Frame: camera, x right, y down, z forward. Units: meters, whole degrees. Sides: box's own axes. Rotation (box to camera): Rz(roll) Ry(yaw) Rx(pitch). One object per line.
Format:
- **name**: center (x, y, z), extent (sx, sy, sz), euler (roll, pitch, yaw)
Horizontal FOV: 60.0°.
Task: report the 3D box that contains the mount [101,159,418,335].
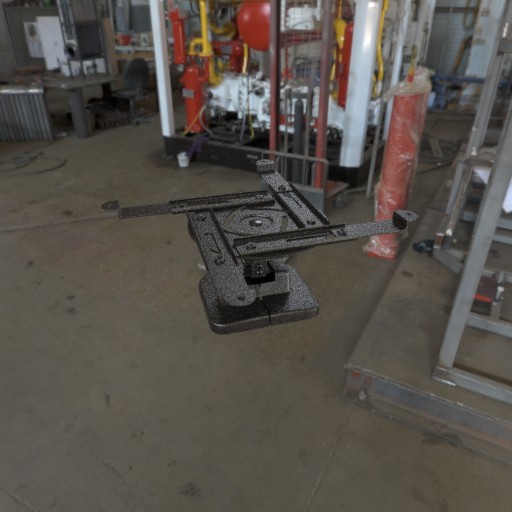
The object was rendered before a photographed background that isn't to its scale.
- **mount**: center (0.000, 0.000, 0.622), extent (0.394, 0.141, 0.394), euler (-8, 31, -14)
